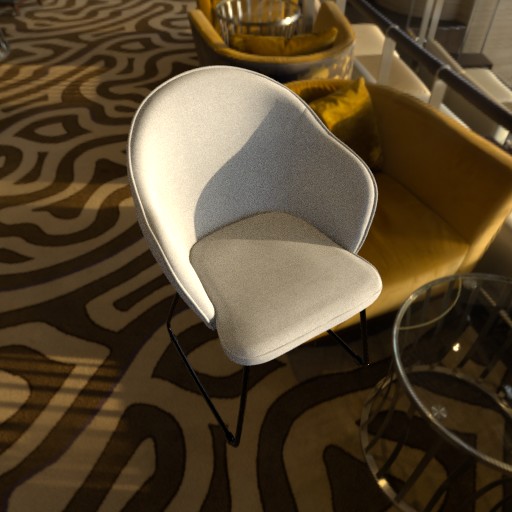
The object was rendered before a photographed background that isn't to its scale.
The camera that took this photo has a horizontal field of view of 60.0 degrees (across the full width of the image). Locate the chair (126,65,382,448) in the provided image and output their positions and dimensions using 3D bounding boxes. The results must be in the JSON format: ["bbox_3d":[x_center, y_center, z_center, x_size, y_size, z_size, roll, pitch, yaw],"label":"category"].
[{"bbox_3d":[0.000,0.000,1.212,0.570,0.817,0.592,-25,50,-22],"label":"chair"}]
